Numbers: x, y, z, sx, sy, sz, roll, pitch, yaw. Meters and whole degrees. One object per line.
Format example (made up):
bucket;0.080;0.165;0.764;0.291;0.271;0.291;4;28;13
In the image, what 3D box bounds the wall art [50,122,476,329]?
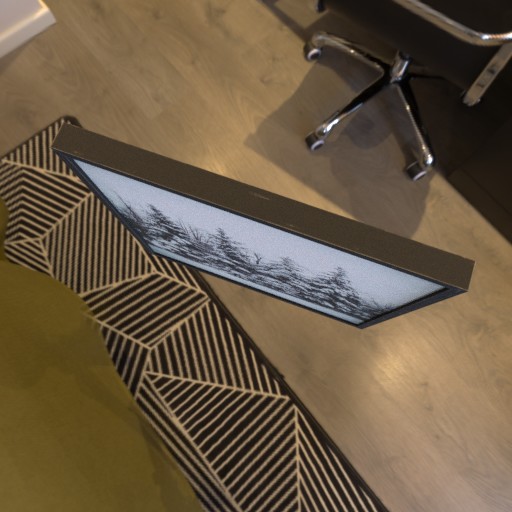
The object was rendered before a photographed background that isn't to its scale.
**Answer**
wall art;0.000;0.000;0.752;0.506;0.506;0.036;19;77;5
